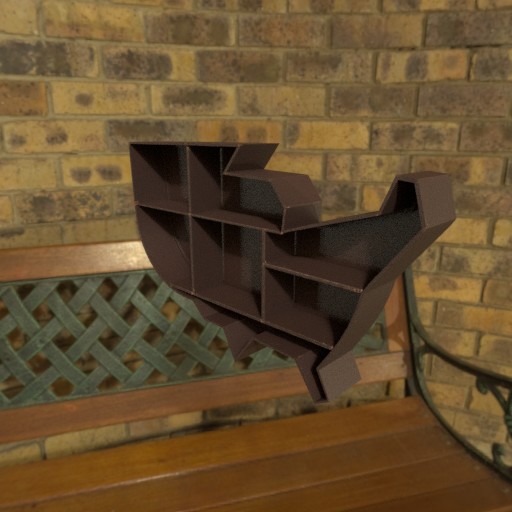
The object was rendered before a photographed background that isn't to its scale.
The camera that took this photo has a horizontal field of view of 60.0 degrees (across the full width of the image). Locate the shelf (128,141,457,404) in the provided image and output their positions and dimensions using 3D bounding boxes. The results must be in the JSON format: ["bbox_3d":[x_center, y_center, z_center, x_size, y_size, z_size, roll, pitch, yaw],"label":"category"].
[{"bbox_3d":[0.000,0.000,0.891,0.729,0.439,0.112,15,21,42],"label":"shelf"}]
